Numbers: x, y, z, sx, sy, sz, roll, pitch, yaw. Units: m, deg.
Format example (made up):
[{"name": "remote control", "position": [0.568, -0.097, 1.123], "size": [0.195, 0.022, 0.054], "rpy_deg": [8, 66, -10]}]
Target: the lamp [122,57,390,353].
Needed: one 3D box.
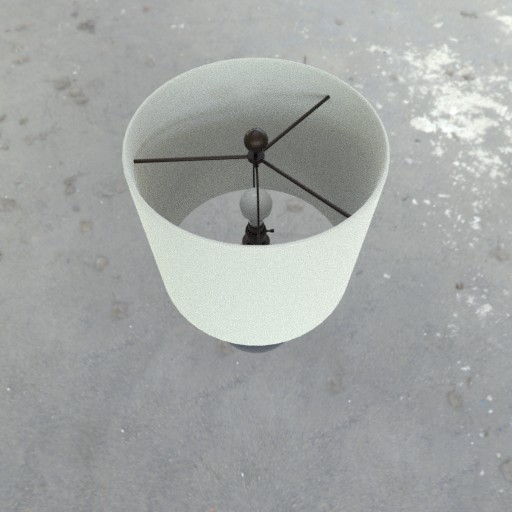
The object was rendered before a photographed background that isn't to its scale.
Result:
[{"name": "lamp", "position": [0.000, 0.000, 0.778], "size": [0.329, 0.570, 0.329], "rpy_deg": [-3, 58, -2]}]
